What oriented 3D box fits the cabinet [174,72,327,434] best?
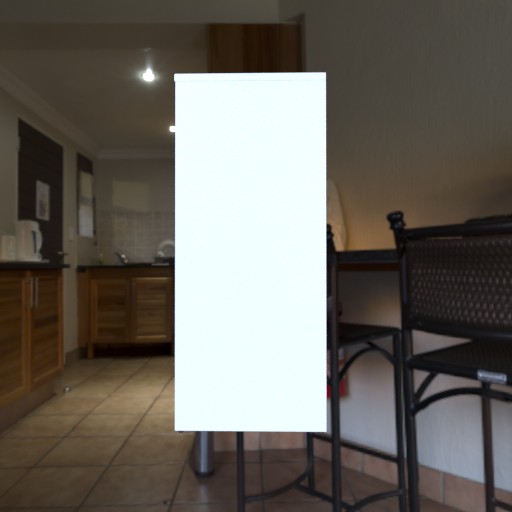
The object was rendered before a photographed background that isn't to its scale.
[{"bbox_3d":[0.000,0.000,1.830,0.380,0.900,1.450,0,-1,1],"label":"cabinet"}]
